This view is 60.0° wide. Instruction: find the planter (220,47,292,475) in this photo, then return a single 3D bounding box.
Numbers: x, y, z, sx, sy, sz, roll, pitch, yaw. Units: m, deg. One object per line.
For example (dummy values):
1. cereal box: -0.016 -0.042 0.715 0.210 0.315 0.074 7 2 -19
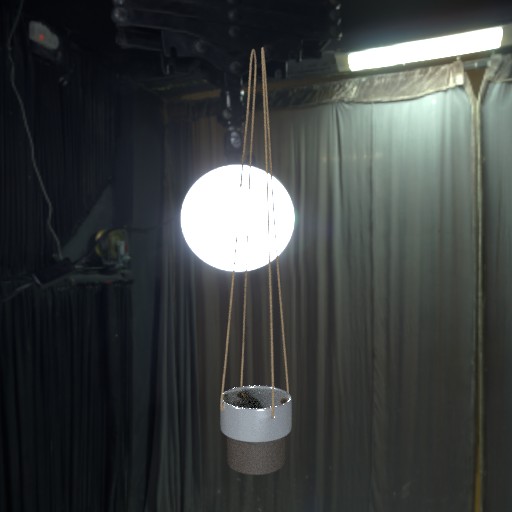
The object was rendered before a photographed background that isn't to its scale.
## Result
1. planter: 0.000 0.000 1.155 0.187 1.073 0.187 0 1 19
